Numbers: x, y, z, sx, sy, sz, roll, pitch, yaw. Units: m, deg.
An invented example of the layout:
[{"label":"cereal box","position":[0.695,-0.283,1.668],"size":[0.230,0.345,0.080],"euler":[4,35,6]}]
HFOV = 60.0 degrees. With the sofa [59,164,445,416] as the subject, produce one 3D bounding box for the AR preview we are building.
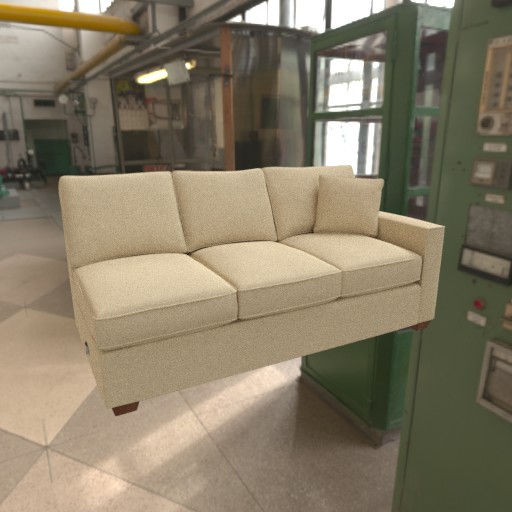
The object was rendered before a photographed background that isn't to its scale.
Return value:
[{"label":"sofa","position":[0.000,0.000,2.552],"size":[1.963,0.946,1.034],"euler":[-8,18,-27]}]
